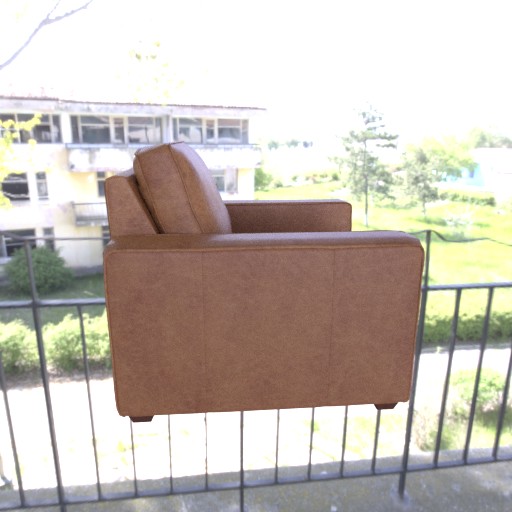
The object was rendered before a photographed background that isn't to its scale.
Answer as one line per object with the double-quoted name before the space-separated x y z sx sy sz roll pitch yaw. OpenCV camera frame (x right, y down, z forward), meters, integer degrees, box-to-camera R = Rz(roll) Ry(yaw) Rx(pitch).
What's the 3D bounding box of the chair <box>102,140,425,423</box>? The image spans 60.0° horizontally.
"chair" 0.000 0.000 1.792 1.027 0.901 0.987 -2 16 -8
